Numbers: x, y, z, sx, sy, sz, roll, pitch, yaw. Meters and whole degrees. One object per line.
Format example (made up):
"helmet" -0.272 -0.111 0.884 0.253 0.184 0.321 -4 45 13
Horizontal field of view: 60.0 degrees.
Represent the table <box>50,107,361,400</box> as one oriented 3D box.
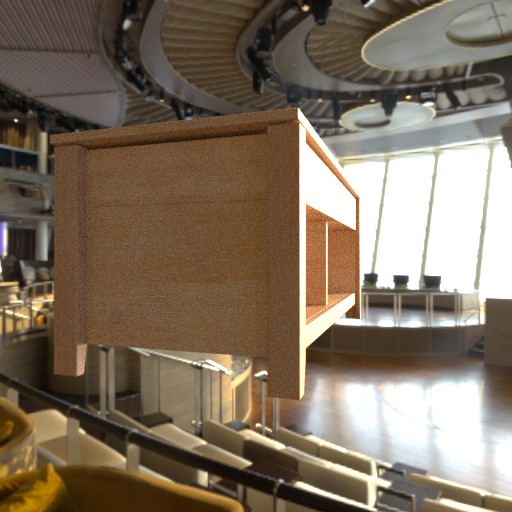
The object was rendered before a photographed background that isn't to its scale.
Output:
"table" 0.000 0.000 1.244 0.483 0.457 1.016 0 0 19
